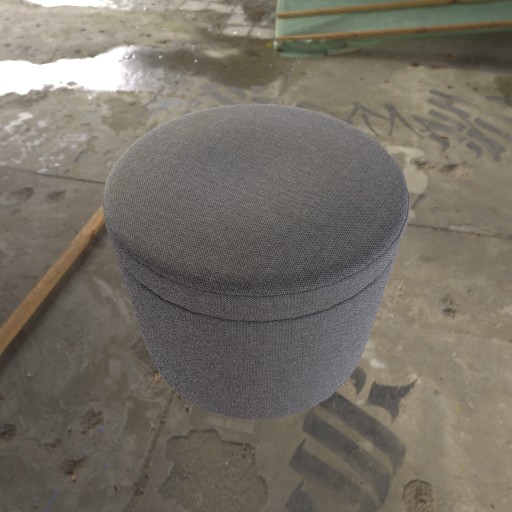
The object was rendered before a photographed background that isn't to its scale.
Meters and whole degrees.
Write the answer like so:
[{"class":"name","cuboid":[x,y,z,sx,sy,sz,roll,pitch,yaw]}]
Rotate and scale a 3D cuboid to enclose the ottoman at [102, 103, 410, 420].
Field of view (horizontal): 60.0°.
[{"class":"ottoman","cuboid":[0.000,0.000,0.869,0.500,0.419,0.500,0,47,0]}]
